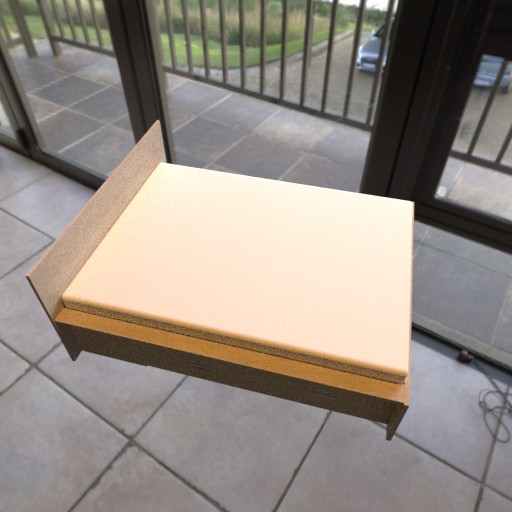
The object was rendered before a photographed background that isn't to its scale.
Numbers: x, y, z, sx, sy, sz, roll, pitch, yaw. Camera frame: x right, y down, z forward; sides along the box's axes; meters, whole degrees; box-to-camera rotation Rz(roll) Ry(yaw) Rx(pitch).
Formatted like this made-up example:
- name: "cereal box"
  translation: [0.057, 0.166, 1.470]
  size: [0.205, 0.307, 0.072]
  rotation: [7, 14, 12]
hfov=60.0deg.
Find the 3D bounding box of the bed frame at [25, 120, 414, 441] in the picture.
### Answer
- name: "bed frame"
  translation: [0.000, 0.000, 2.877]
  size: [1.960, 0.800, 1.622]
  rotation: [11, 46, 10]
